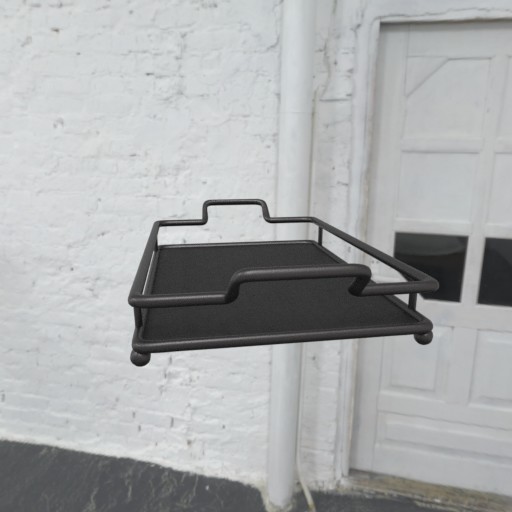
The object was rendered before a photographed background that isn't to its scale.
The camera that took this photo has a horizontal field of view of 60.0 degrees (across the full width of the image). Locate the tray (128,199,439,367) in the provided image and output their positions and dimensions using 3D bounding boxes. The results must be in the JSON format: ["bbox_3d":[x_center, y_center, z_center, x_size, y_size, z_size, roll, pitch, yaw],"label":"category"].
[{"bbox_3d":[0.000,0.000,0.605,0.297,0.101,0.495,-2,14,-9],"label":"tray"}]
